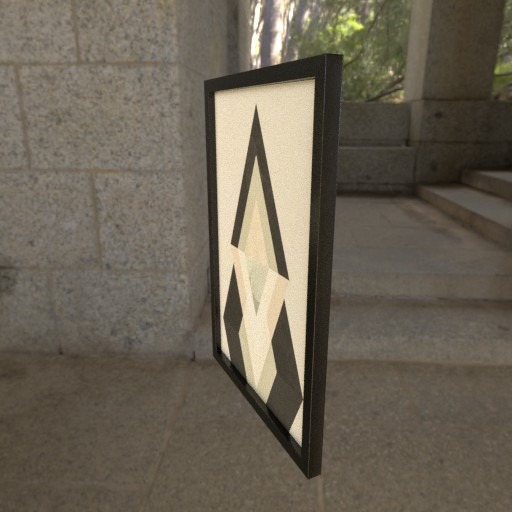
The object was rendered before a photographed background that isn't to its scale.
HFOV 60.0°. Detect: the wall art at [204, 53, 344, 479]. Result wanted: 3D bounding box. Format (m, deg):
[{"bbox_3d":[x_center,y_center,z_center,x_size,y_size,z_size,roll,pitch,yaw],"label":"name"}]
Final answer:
[{"bbox_3d":[0.000,0.000,0.587,0.019,0.455,0.314,-8,19,-25],"label":"wall art"}]
